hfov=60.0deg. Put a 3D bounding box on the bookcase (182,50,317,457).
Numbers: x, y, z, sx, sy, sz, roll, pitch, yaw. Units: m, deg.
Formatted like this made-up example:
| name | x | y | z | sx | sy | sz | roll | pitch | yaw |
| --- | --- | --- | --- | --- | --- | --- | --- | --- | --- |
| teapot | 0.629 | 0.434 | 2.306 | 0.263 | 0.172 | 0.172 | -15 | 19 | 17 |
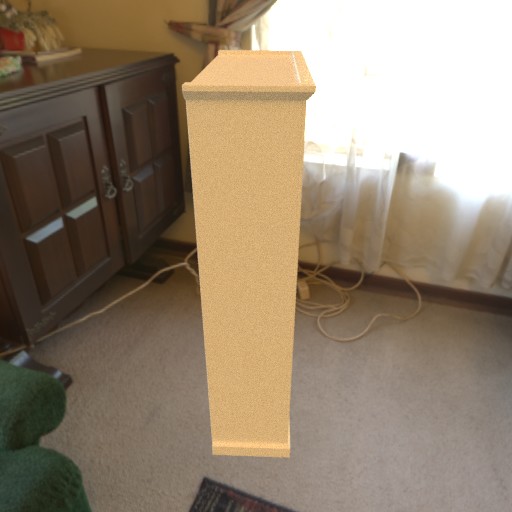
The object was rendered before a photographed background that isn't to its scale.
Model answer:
| name | x | y | z | sx | sy | sz | roll | pitch | yaw |
| --- | --- | --- | --- | --- | --- | --- | --- | --- | --- |
| bookcase | 0.000 | 0.000 | 2.343 | 0.432 | 1.880 | 1.050 | 1 | 31 | 2 |
